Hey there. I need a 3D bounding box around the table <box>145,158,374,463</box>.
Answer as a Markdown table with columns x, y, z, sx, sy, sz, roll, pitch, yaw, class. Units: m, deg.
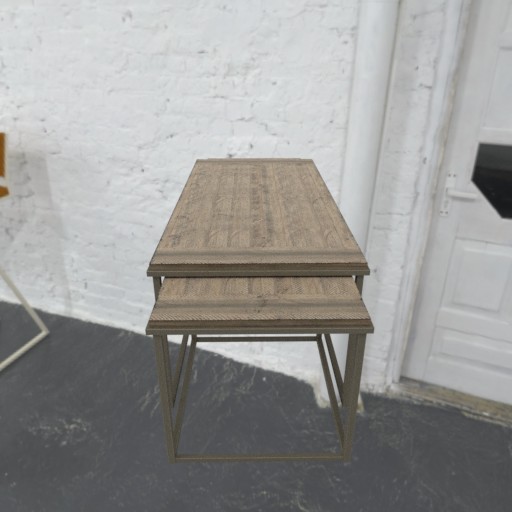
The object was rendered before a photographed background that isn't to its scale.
| x | y | z | sx | sy | sz | roll | pitch | yaw | class |
| --- | --- | --- | --- | --- | --- | --- | --- | --- | --- |
| 0.000 | 0.000 | 1.494 | 0.489 | 0.427 | 1.312 | 0 | 26 | -1 | table |
